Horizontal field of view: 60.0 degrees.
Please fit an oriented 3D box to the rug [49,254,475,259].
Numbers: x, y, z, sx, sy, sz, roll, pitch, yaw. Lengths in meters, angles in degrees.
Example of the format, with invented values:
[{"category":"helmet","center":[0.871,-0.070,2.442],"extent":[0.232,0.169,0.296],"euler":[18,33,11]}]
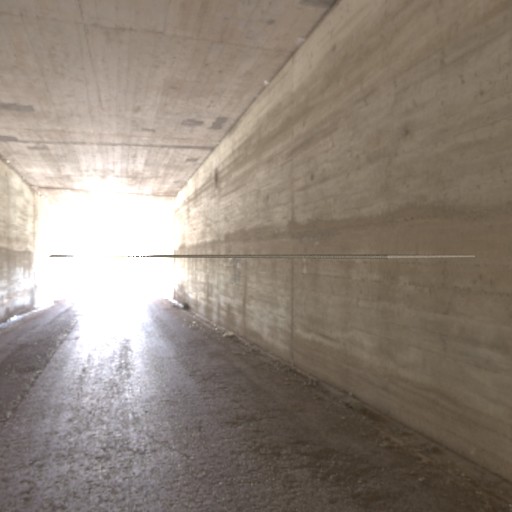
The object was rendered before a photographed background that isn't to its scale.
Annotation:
[{"category":"rug","center":[0.000,0.000,3.418],"extent":[2.746,0.018,1.819],"euler":[0,0,37]}]
